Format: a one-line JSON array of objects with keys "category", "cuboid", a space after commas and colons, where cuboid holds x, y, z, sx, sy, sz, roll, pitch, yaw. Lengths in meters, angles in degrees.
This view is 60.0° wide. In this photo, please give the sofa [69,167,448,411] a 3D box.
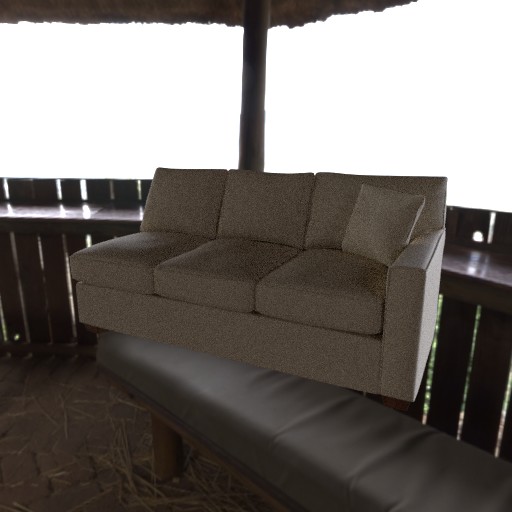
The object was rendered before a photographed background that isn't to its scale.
[{"category": "sofa", "cuboid": [0.000, 0.000, 2.579, 1.963, 0.946, 1.034, 7, 16, 26]}]
